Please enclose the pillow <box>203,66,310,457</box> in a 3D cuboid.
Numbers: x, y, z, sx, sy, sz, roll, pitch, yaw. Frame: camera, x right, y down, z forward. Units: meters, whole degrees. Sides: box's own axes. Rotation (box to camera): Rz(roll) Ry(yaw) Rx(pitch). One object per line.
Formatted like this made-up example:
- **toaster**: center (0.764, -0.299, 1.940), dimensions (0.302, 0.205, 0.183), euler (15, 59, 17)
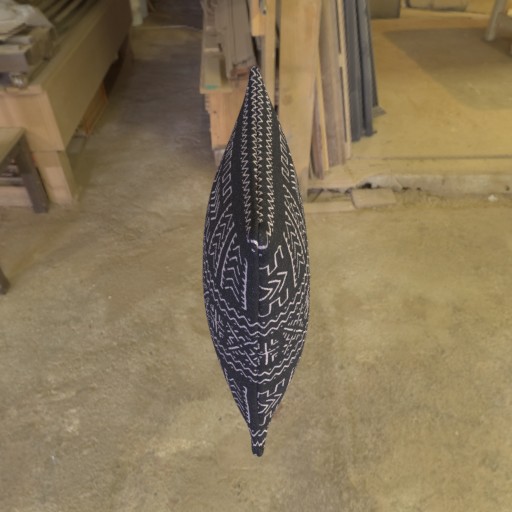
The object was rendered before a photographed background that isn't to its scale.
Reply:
- **pillow**: center (0.000, 0.000, 0.685), dimensions (0.164, 0.430, 0.438), euler (0, 42, 0)
